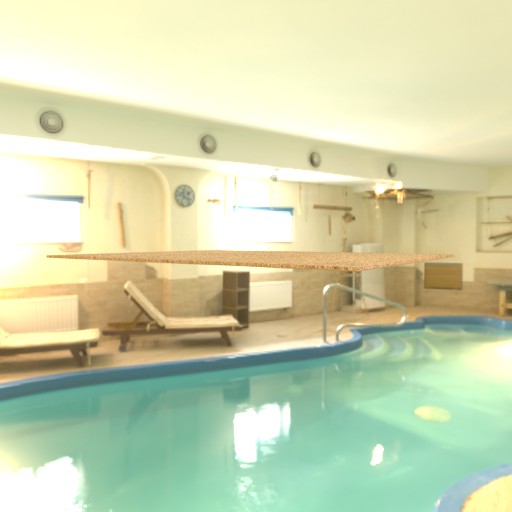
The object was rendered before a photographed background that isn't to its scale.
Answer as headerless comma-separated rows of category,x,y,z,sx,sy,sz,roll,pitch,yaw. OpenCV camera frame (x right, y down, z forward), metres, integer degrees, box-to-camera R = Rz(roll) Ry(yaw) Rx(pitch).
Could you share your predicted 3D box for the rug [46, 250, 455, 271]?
rug,0.000,0.000,4.163,3.000,0.025,2.400,2,3,35
